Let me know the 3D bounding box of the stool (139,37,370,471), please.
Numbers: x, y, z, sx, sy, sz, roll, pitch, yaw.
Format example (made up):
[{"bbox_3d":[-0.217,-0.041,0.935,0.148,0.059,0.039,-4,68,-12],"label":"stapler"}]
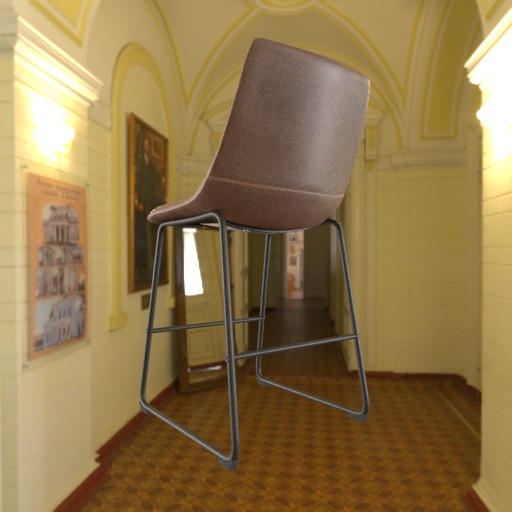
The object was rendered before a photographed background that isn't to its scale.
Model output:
[{"bbox_3d":[0.000,0.000,1.204,0.460,0.890,0.550,0,0,-38],"label":"stool"}]
